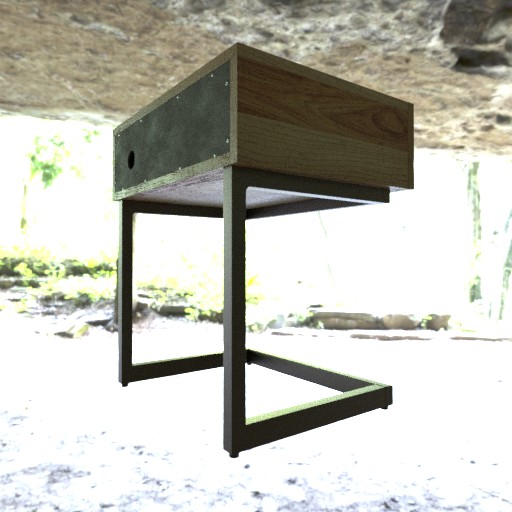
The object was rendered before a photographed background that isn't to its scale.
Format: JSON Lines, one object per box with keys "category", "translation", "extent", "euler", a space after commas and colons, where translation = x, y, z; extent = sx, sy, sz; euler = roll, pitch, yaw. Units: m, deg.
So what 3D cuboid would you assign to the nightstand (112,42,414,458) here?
{"category": "nightstand", "translation": [0.000, 0.000, 1.022], "extent": [0.481, 0.632, 0.558], "euler": [0, -1, -37]}
